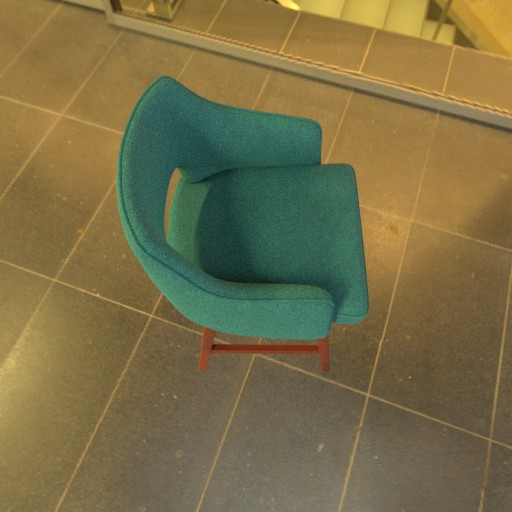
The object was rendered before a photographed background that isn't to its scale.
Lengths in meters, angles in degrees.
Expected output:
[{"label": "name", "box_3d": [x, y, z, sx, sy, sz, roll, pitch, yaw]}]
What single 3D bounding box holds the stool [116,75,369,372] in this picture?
[{"label": "stool", "box_3d": [0.000, 0.000, 1.292, 0.556, 0.961, 0.548, 1, 64, 0]}]
